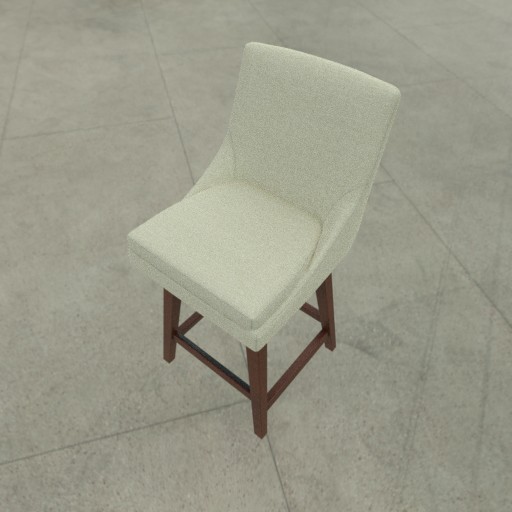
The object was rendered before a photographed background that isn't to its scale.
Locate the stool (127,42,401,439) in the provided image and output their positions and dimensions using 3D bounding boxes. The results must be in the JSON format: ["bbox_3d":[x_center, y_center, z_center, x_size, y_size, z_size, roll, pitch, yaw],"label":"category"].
[{"bbox_3d":[0.000,0.000,1.312,0.469,0.991,0.559,31,54,26],"label":"stool"}]
